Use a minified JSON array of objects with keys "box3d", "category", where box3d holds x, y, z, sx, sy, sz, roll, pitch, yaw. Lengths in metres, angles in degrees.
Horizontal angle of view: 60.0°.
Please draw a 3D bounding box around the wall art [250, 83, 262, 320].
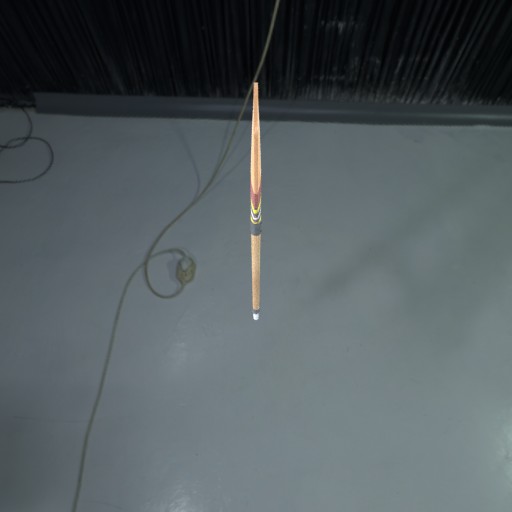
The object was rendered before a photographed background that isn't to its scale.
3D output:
[{"box3d":[0.000,0.000,1.689,0.038,1.556,0.146,0,64,0],"category":"wall art"}]
